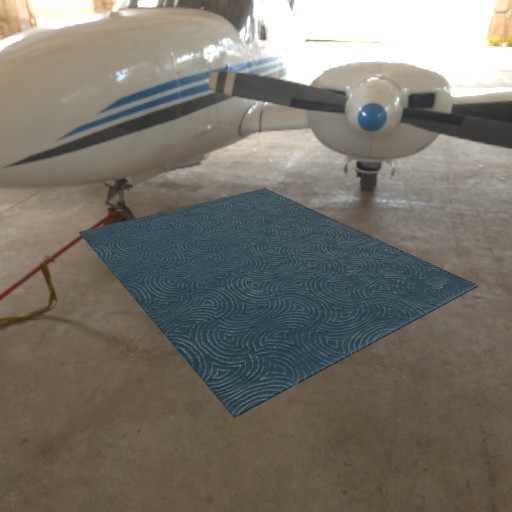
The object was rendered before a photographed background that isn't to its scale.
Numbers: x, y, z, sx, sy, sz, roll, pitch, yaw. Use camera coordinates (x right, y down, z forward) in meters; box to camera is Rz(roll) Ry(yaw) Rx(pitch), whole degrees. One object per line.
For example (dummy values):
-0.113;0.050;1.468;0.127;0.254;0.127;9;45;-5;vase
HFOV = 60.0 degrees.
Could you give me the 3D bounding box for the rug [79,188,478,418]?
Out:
0.000;0.000;4.192;2.432;0.012;3.033;-18;33;-31;rug
